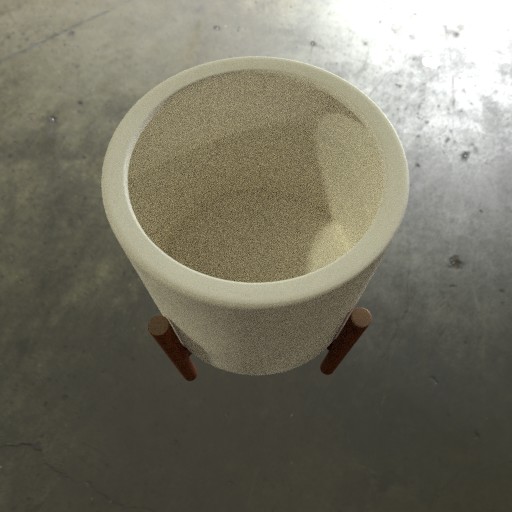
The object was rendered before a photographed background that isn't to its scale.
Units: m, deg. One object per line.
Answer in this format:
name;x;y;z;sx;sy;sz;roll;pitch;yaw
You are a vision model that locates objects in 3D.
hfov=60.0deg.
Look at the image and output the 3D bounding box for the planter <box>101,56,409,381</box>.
planter;0.000;0.000;0.866;0.421;0.581;0.420;0;64;0
